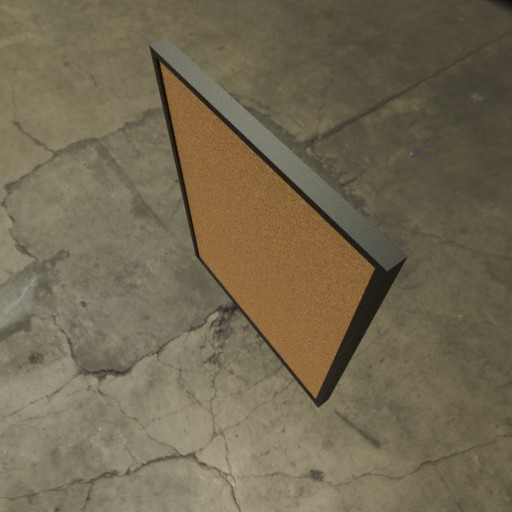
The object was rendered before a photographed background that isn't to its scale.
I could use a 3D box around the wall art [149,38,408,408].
[{"bbox_3d":[0.000,0.000,0.765,0.029,0.559,0.457,-33,64,-19],"label":"wall art"}]
